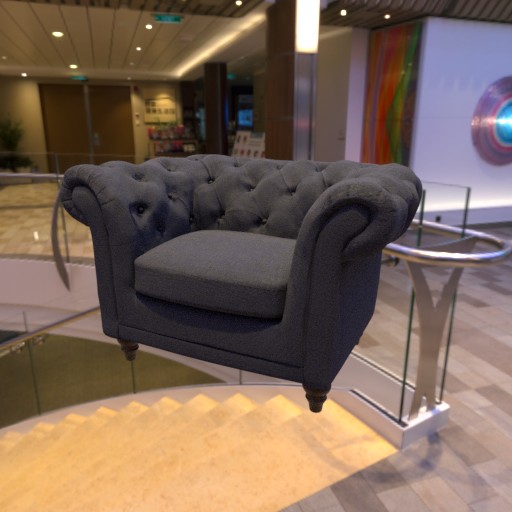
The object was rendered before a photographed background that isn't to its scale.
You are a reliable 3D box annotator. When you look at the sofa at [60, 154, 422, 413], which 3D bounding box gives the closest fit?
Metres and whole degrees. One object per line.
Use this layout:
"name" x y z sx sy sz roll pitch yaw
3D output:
"sofa" 0.000 0.000 2.069 1.405 0.878 1.032 8 18 24
